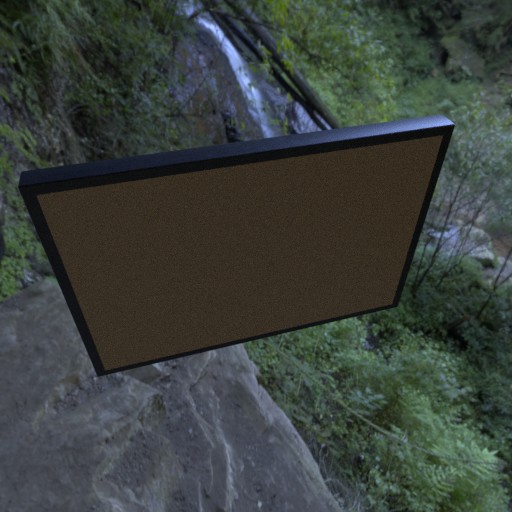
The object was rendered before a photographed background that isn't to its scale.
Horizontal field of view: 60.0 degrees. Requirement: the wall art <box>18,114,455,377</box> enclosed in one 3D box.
[{"bbox_3d":[0.000,0.000,0.746,0.610,0.409,0.038,-11,43,-12],"label":"wall art"}]
